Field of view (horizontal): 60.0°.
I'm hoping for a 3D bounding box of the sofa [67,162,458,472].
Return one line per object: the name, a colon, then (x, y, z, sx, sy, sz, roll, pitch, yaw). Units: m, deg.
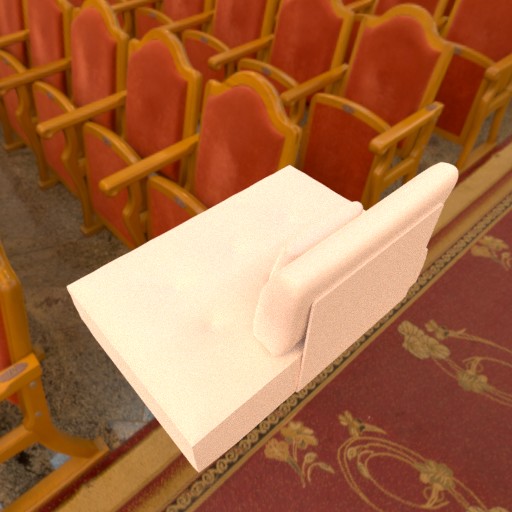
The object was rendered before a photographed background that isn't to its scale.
sofa: (0.000, 0.000, 2.044, 1.450, 0.820, 1.000, -33, 54, -28)
